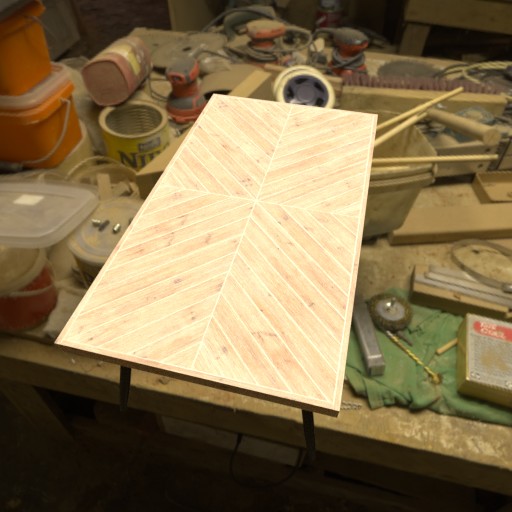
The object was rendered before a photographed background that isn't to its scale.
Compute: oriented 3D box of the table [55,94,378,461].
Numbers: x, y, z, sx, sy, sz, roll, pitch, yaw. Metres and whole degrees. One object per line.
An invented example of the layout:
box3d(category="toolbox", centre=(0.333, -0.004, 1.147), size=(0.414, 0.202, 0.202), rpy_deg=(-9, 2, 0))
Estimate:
box3d(category="table", centre=(0.000, 0.000, 2.328), size=(0.991, 0.762, 1.803), rpy_deg=(11, 49, 9))
